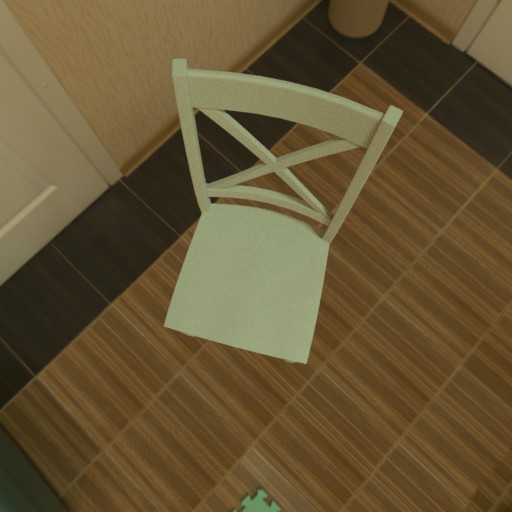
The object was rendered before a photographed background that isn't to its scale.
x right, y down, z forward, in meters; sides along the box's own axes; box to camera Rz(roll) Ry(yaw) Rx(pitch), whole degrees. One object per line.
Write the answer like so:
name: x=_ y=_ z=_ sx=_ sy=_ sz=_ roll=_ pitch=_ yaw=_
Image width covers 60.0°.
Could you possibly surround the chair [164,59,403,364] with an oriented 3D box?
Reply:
chair: x=0.000 y=0.000 z=1.325 sx=0.485 sy=0.983 sz=0.542 roll=14 pitch=76 yaw=3
